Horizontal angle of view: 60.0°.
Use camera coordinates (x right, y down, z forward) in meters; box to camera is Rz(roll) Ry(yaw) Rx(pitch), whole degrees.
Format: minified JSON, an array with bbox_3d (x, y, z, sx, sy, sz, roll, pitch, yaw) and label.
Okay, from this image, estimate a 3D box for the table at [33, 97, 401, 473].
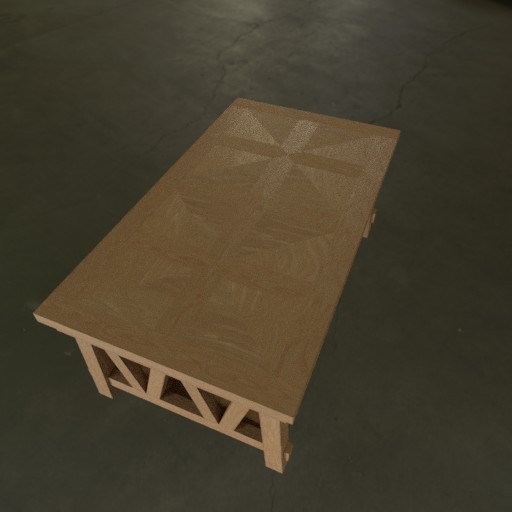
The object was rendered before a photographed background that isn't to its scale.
[{"bbox_3d":[0.000,0.000,1.632,0.711,0.507,1.270,17,49,16],"label":"table"}]
